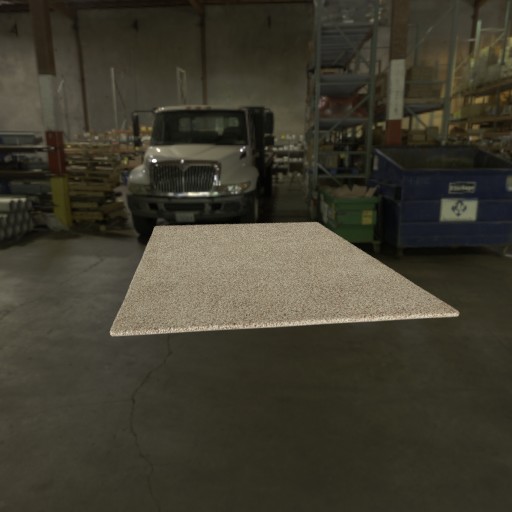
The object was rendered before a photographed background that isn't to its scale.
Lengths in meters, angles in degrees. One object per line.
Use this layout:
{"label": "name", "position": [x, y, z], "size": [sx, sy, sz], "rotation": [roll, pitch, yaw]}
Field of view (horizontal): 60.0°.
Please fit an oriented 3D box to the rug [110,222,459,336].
{"label": "rug", "position": [0.000, 0.000, 3.510], "size": [1.778, 0.030, 2.743], "rotation": [-2, 14, -8]}
